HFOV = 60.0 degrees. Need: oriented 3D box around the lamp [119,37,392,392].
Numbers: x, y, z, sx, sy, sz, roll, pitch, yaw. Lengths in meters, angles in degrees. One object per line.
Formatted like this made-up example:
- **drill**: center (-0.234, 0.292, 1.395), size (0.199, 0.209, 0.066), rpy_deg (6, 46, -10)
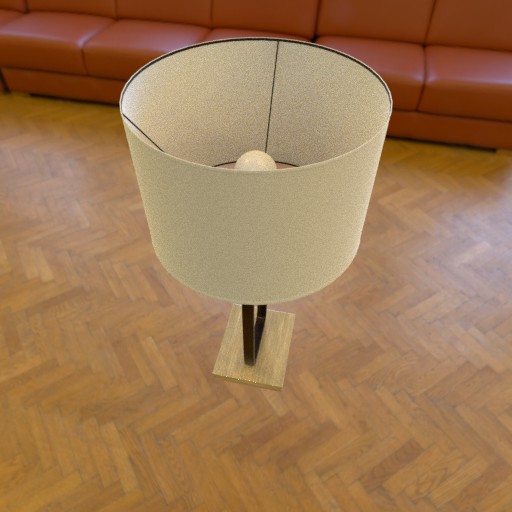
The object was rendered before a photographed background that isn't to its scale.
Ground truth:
- **lamp**: center (0.000, 0.000, 0.648), size (0.279, 0.508, 0.279), rpy_deg (9, 48, 8)
